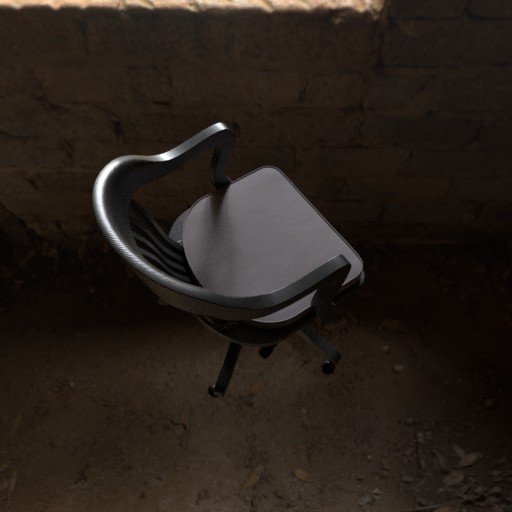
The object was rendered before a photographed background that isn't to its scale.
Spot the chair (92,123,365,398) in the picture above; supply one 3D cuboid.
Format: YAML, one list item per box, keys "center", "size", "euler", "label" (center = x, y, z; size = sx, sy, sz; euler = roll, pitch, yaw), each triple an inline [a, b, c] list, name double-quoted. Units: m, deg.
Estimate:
- center: [0.000, 0.000, 1.438]
  size: [0.788, 0.878, 0.750]
  euler: [-29, 63, -17]
  label: "chair"
